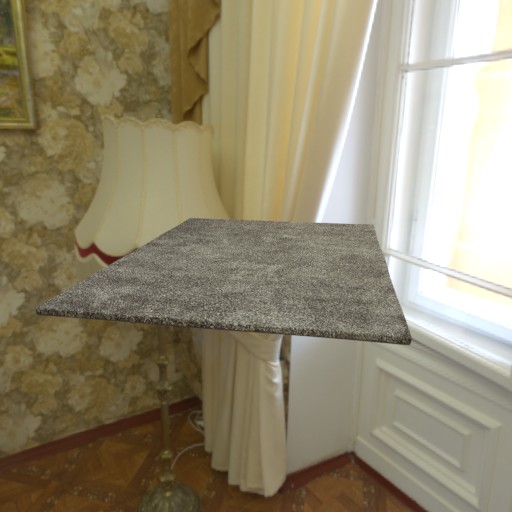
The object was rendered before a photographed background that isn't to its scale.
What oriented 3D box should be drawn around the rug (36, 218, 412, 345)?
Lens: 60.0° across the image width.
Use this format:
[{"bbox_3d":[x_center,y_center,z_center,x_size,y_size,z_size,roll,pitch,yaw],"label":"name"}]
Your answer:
[{"bbox_3d":[0.000,0.000,2.122,1.198,0.025,1.601,3,16,10],"label":"rug"}]
